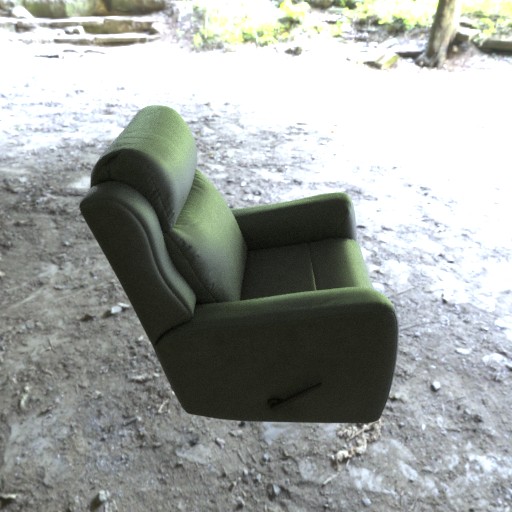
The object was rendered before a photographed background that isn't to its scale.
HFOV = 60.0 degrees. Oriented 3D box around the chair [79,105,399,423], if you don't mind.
[{"bbox_3d":[0.000,0.000,1.886,1.068,1.116,0.967,0,32,1],"label":"chair"}]
